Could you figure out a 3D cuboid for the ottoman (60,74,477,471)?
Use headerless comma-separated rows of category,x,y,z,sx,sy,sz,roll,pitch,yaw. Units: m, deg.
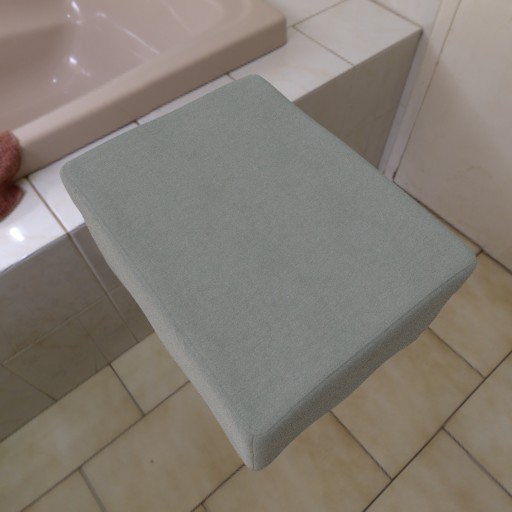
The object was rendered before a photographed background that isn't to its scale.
ottoman,0.000,0.000,1.217,0.648,0.461,0.833,-33,64,-19
